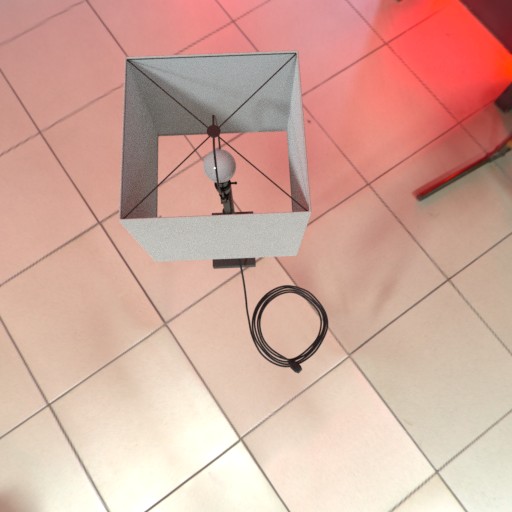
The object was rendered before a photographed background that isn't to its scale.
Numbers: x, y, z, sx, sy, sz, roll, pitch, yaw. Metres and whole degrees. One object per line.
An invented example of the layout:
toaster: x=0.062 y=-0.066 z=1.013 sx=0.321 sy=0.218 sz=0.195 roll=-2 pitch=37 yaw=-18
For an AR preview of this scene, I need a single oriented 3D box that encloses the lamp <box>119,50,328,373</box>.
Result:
lamp: x=0.000 y=0.000 z=0.966 sx=0.399 sy=0.660 sz=0.504 roll=-2 pitch=75 yaw=-1
